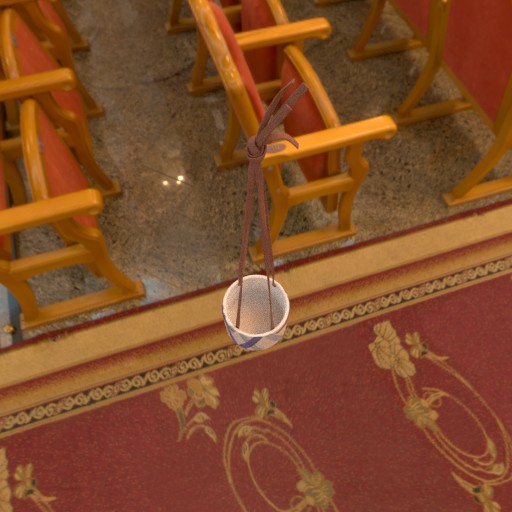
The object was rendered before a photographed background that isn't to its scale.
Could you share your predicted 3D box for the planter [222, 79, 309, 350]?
[{"bbox_3d":[0.000,0.000,0.798,0.157,0.753,0.153,-16,63,-8],"label":"planter"}]
